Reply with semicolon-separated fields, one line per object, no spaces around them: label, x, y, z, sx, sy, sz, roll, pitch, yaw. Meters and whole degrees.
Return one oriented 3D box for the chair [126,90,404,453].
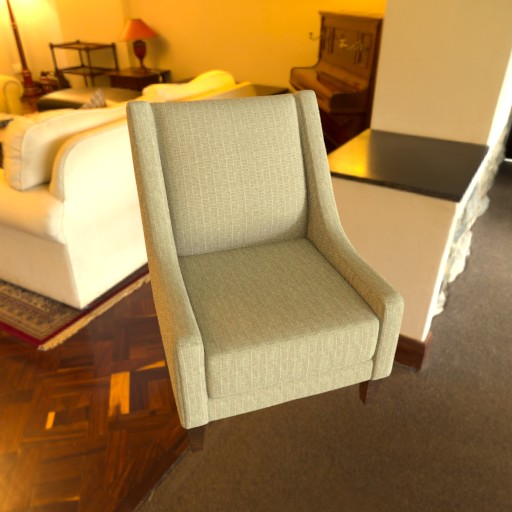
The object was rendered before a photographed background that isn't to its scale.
chair;0.000;0.000;1.655;0.774;1.014;0.870;-9;32;-15
